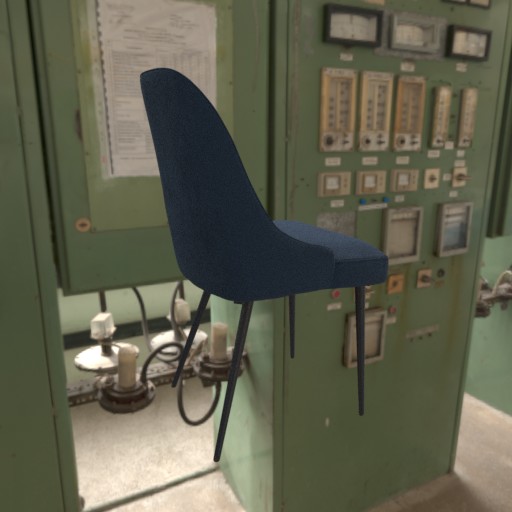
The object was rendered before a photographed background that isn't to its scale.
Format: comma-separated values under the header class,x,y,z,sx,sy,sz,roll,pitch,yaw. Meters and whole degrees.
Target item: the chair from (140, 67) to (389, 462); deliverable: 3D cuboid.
class,x,y,z,sx,sy,sz,roll,pitch,yaw
chair,0.000,0.000,1.205,0.559,0.896,0.478,-7,16,-25
